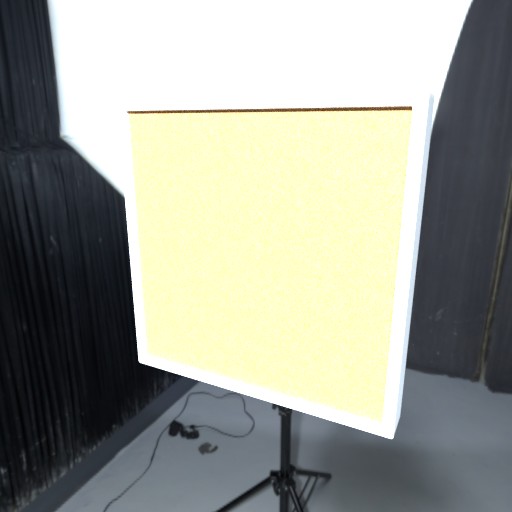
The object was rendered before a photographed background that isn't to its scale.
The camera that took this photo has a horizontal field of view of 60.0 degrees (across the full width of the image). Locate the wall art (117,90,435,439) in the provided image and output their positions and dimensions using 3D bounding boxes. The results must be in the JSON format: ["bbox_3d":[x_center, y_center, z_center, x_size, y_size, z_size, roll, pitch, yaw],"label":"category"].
[{"bbox_3d":[0.000,0.000,0.450,0.305,0.305,0.038,8,19,26],"label":"wall art"}]
